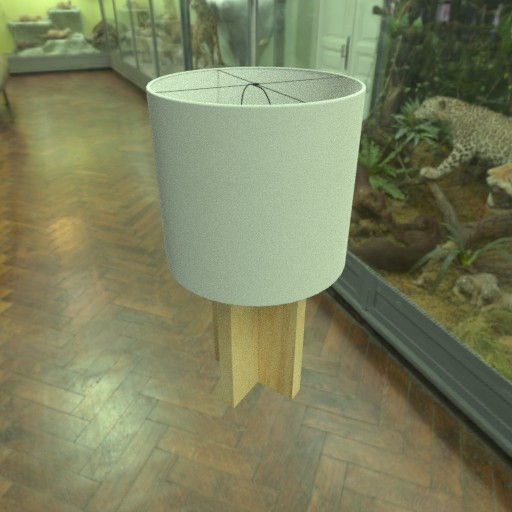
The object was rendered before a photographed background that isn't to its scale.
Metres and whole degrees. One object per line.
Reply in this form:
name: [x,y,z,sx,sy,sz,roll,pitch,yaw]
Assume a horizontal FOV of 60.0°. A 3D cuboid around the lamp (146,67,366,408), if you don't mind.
lamp: [0.000,0.000,0.578,0.229,0.428,0.229,19,36,29]
